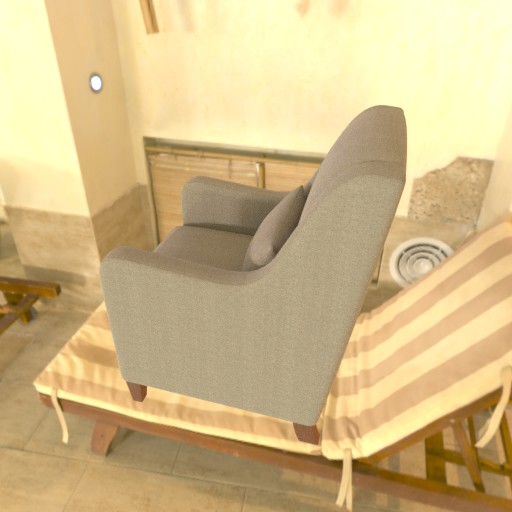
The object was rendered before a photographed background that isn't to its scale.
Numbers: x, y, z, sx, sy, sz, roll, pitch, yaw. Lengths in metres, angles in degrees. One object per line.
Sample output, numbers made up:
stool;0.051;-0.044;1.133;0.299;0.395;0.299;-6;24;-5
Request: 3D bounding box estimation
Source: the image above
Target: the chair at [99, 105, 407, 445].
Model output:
chair;0.000;0.000;1.609;0.890;1.017;0.715;8;32;13
